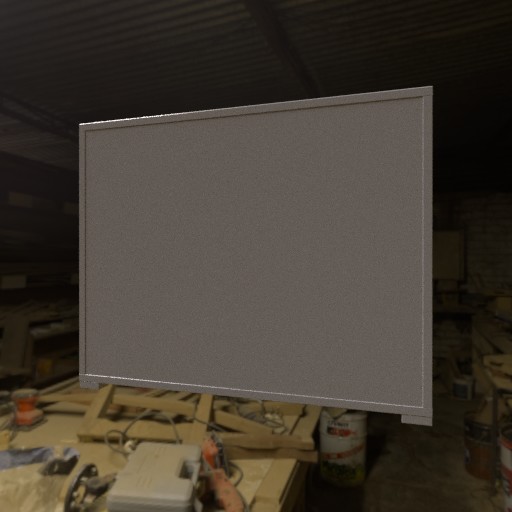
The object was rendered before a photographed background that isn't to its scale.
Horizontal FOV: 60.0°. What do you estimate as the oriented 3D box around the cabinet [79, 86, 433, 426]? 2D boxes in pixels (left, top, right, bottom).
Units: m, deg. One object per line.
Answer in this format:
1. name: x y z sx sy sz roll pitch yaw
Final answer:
1. cabinet: 0.000 0.000 1.385 1.000 0.800 0.400 0 0 18
